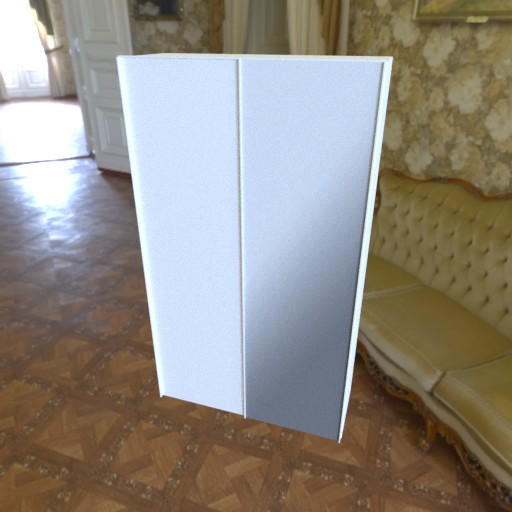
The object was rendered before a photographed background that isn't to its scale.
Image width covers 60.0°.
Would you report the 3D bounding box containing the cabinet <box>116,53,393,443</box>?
[{"bbox_3d":[0.000,0.000,2.618,1.250,2.160,0.480,8,28,16],"label":"cabinet"}]
